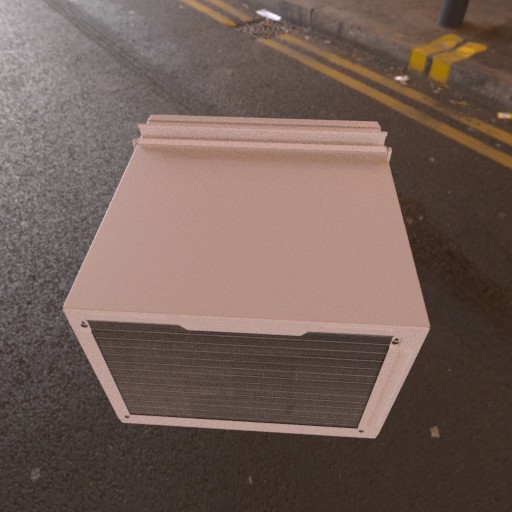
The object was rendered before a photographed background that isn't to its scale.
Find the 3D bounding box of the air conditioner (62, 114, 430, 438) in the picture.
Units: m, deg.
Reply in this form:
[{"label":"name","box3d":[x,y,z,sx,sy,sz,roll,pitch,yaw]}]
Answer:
[{"label":"air conditioner","box3d":[0.000,0.000,0.881,0.503,0.388,0.546,3,46,3]}]
